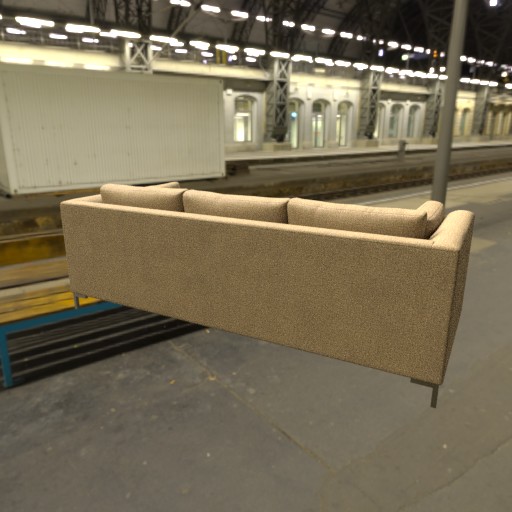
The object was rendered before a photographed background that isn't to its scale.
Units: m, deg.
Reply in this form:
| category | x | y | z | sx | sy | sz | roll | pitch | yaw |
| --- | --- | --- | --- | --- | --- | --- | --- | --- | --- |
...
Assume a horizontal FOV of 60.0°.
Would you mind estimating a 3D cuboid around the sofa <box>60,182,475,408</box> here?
| category | x | y | z | sx | sy | sz | roll | pitch | yaw |
| --- | --- | --- | --- | --- | --- | --- | --- | --- | --- |
| sofa | 0.000 | 0.000 | 2.841 | 2.415 | 0.867 | 0.969 | 9 | 19 | 27 |
